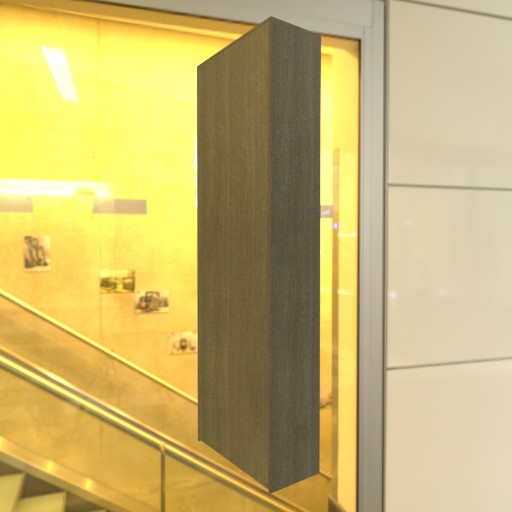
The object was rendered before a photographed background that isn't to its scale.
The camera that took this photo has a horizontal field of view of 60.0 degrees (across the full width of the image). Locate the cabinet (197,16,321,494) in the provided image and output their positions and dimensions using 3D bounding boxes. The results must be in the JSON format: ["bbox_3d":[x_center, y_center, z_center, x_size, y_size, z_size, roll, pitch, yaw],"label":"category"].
[{"bbox_3d":[0.000,0.000,1.796,0.255,1.630,0.520,-1,2,-36],"label":"cabinet"}]
